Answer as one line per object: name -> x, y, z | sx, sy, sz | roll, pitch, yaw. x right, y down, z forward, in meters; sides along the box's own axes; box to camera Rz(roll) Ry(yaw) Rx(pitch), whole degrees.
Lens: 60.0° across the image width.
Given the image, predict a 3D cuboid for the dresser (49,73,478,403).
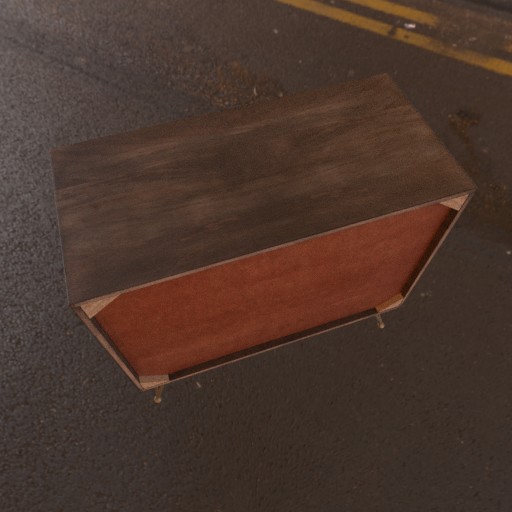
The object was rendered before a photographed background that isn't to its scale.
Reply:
dresser -> 0.000, 0.000, 1.392 | 0.923, 0.801, 0.453 | -16, 59, -10
